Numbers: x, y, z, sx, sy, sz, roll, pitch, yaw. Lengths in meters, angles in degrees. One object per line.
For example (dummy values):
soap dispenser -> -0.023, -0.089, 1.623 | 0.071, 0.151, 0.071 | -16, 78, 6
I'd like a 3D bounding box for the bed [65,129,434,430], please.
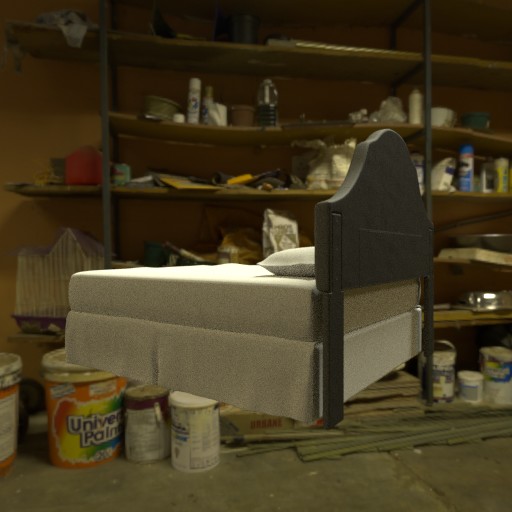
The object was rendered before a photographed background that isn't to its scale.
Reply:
bed -> 0.000, 0.000, 3.498 | 2.214, 1.615, 2.008 | 0, 0, 35
